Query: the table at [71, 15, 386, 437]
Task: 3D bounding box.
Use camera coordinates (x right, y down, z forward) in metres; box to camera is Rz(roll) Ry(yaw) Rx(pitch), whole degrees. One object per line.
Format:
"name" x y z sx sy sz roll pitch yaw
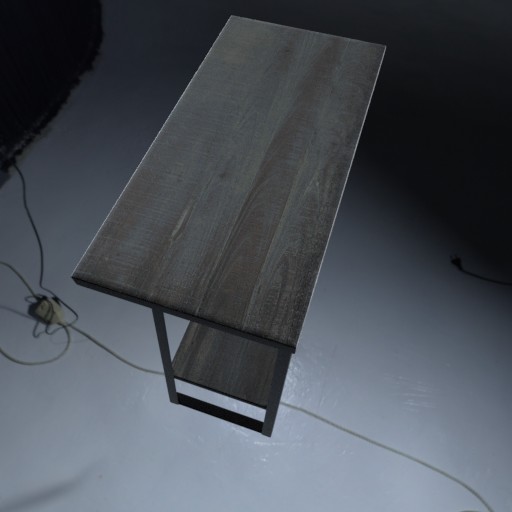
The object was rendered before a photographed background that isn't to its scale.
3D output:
"table" 0.000 0.000 0.986 0.300 0.701 0.599 16 61 9
